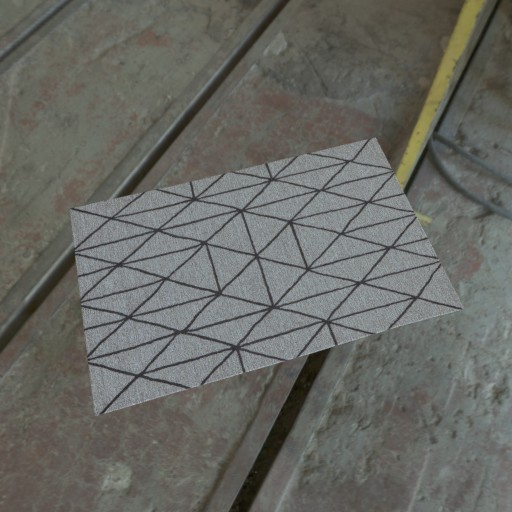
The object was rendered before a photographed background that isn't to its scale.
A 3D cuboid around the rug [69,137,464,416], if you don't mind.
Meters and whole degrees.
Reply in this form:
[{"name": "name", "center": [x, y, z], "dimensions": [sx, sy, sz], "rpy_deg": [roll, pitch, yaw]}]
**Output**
[{"name": "rug", "center": [0.000, 0.000, 3.142], "dimensions": [2.465, 0.008, 1.526], "rpy_deg": [-15, 65, -7]}]
